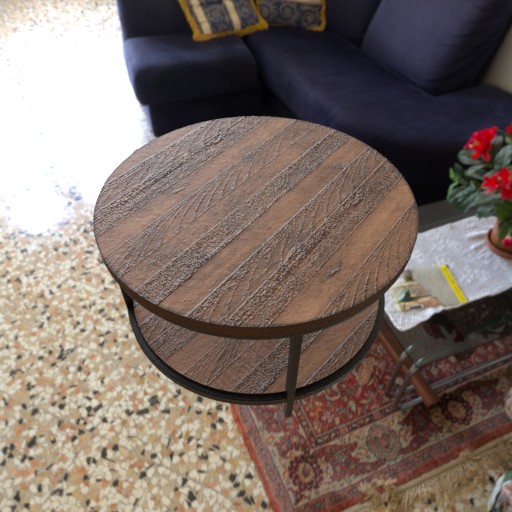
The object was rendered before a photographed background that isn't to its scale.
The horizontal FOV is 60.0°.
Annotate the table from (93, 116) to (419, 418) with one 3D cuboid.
[{"bbox_3d":[0.000,0.000,1.341,0.837,0.462,0.837,0,46,0],"label":"table"}]
